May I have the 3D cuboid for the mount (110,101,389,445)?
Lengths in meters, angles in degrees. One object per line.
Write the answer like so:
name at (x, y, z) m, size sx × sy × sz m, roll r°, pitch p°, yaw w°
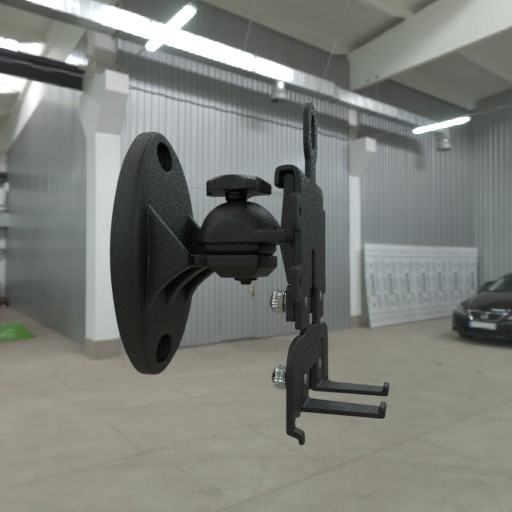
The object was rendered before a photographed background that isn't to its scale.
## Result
mount at (0.000, 0.000, 0.177) m, size 0.100 × 0.118 × 0.066 m, roll 0°, pitch -1°, yaw 19°
